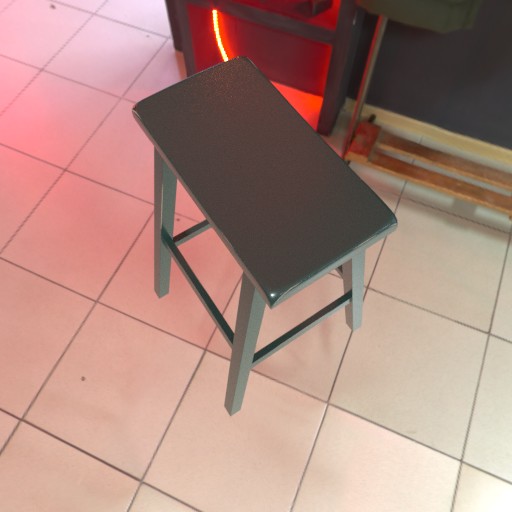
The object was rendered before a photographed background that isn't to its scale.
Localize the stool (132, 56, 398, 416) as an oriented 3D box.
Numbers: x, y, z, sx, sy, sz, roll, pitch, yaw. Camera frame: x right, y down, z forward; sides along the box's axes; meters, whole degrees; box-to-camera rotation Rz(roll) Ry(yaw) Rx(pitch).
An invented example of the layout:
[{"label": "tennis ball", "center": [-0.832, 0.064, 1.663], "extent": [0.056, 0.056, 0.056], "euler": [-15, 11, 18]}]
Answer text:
[{"label": "stool", "center": [0.000, 0.000, 1.059], "extent": [0.476, 0.737, 0.457], "euler": [-31, 68, -14]}]
